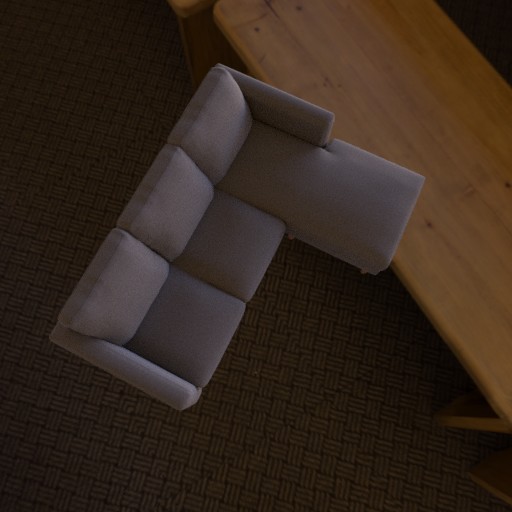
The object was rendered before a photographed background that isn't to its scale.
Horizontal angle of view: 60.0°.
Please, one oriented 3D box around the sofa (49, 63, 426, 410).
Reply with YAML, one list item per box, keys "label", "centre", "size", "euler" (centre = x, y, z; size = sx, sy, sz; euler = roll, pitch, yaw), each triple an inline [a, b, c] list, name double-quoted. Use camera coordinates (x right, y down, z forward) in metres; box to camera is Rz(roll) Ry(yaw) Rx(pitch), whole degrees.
- label: "sofa"
  centre: [0.000, 0.000, 2.850]
  size: [1.591, 0.897, 2.031]
  euler: [26, 77, 7]
